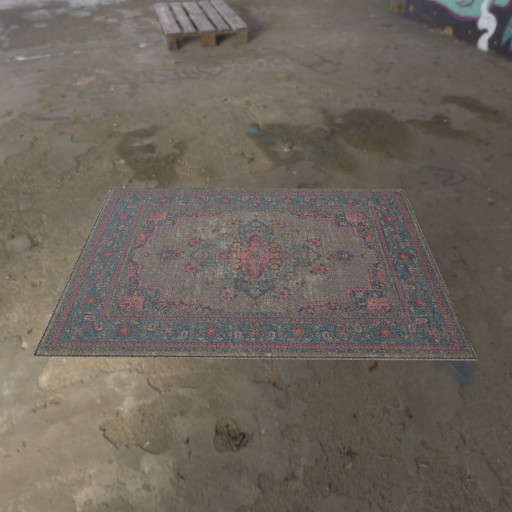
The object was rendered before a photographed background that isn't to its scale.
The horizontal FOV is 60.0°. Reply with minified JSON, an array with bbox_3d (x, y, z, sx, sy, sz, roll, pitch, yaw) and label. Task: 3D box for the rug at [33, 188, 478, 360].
[{"bbox_3d":[0.000,0.000,3.617,2.890,0.013,2.005,0,41,0],"label":"rug"}]
